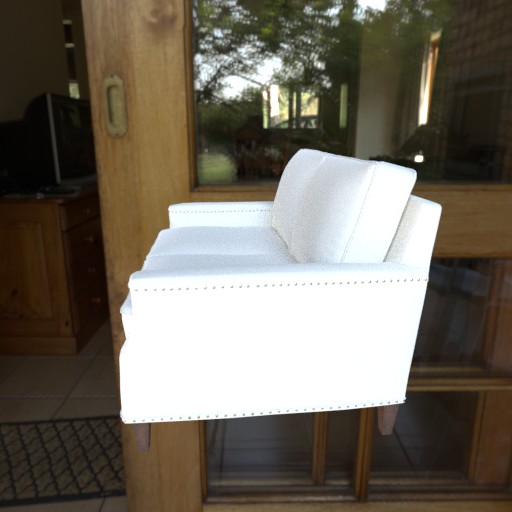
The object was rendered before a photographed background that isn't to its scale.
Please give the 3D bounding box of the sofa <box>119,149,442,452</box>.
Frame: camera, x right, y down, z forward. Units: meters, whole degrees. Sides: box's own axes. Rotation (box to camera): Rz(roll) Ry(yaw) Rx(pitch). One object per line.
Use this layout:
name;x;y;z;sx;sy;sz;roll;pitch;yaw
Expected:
sofa;0.000;0.000;2.188;1.084;1.003;1.597;-2;15;-6
